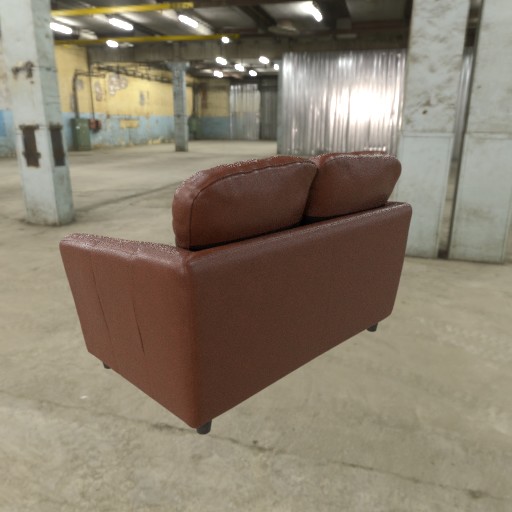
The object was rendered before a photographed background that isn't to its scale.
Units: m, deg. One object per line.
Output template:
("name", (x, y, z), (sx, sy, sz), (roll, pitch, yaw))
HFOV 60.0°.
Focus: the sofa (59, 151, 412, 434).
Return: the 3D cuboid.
("sofa", (0.000, 0.000, 1.961), (0.805, 0.906, 1.406), (15, 22, 42))
